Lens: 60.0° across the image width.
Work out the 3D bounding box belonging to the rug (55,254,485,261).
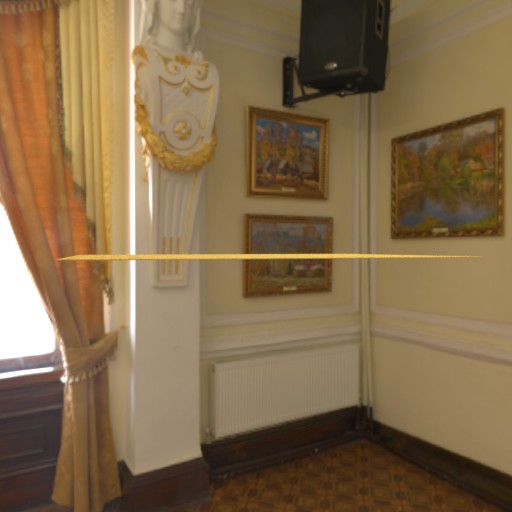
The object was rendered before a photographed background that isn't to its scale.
[{"bbox_3d":[0.000,0.000,3.746,2.895,0.006,1.981,0,1,-18],"label":"rug"}]
